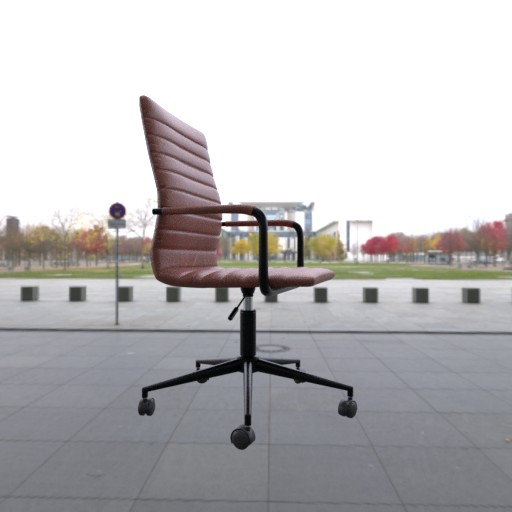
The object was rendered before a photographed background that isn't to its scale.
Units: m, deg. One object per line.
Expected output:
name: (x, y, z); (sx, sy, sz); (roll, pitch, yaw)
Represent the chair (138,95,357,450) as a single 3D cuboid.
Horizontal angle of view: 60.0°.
chair: (0.000, 0.000, 1.298); (0.578, 0.878, 0.600); (0, 0, 17)
